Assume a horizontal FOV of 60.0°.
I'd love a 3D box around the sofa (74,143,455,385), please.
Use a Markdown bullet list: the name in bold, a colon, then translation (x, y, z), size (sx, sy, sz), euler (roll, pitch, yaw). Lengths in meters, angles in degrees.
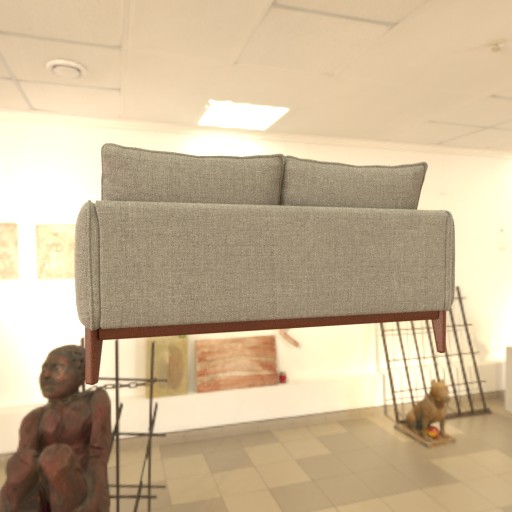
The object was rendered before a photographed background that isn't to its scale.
- **sofa**: translation (0.000, 0.000, 2.138), size (1.580, 0.851, 0.972), euler (0, 1, -18)
